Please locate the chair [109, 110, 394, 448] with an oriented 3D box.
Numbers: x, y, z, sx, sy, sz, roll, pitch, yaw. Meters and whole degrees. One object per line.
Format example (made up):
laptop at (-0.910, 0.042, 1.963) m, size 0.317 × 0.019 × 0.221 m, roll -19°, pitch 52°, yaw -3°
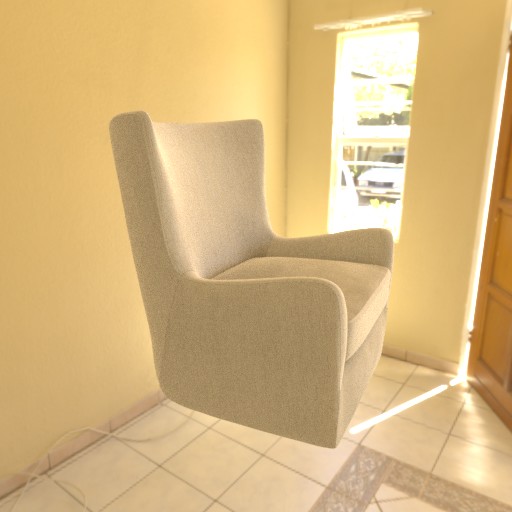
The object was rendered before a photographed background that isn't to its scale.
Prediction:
chair at (0.000, 0.000, 1.640) m, size 0.904 × 1.000 × 0.779 m, roll 8°, pitch 17°, yaw 26°
